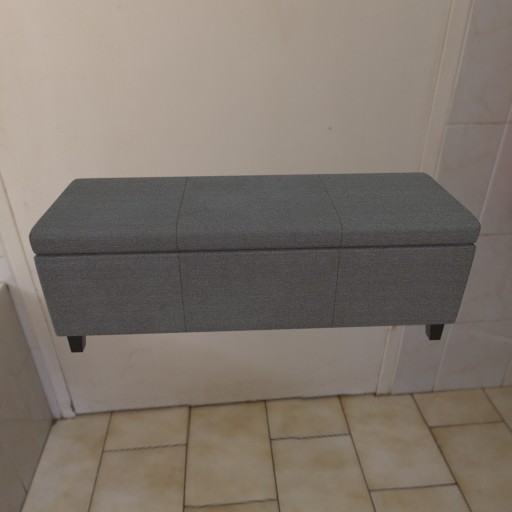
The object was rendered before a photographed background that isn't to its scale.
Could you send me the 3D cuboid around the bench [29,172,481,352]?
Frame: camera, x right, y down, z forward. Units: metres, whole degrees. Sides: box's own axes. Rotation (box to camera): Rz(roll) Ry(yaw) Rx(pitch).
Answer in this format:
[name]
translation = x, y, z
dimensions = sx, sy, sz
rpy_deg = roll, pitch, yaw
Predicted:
[bench]
translation = 0.000, 0.000, 1.489
dimensions = 1.269, 0.438, 0.446
rpy_deg = -1, 30, -2
